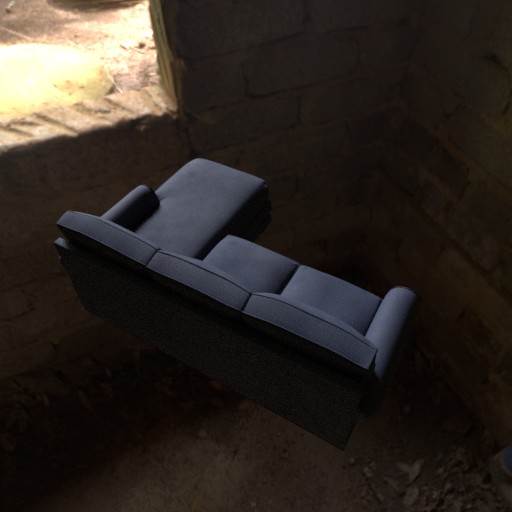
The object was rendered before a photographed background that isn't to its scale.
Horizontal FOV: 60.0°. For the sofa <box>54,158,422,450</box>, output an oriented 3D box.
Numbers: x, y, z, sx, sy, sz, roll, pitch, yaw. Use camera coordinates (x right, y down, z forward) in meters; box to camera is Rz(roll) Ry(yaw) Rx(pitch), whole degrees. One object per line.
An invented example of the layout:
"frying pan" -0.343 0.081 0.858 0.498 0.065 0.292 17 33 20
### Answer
"sofa" 0.000 0.000 3.553 2.567 1.063 1.780 23 51 20
